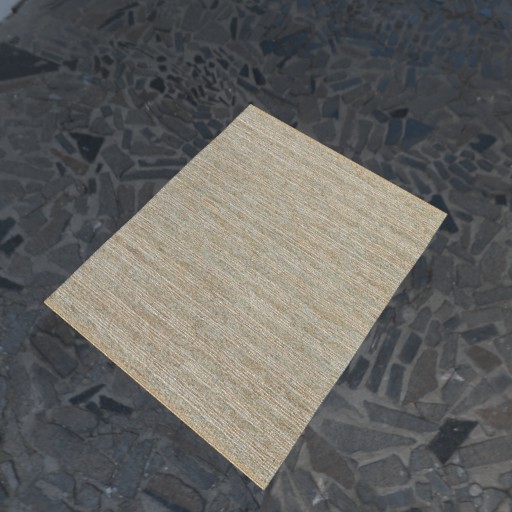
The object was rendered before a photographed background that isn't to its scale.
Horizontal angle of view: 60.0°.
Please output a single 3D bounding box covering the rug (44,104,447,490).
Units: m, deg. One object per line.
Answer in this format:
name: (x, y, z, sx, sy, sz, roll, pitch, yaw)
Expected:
rug: (0.000, 0.000, 4.174, 2.471, 0.012, 3.034, 34, 68, 16)
